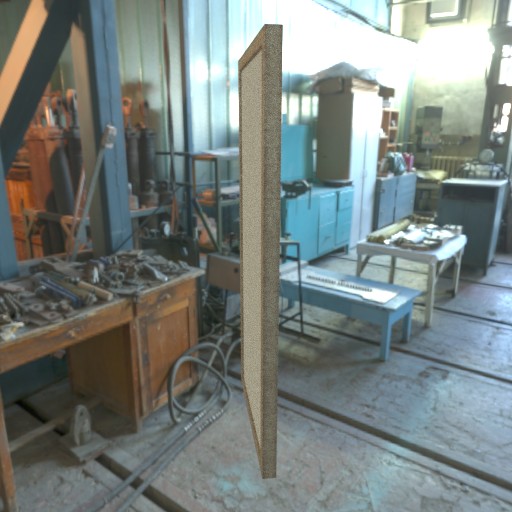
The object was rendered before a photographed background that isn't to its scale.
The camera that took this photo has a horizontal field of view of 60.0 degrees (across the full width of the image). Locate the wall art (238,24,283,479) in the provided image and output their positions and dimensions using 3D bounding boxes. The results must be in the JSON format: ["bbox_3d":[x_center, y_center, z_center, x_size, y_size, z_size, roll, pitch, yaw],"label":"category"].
[{"bbox_3d":[0.000,0.000,1.683,0.051,1.461,0.648,-2,16,-8],"label":"wall art"}]
